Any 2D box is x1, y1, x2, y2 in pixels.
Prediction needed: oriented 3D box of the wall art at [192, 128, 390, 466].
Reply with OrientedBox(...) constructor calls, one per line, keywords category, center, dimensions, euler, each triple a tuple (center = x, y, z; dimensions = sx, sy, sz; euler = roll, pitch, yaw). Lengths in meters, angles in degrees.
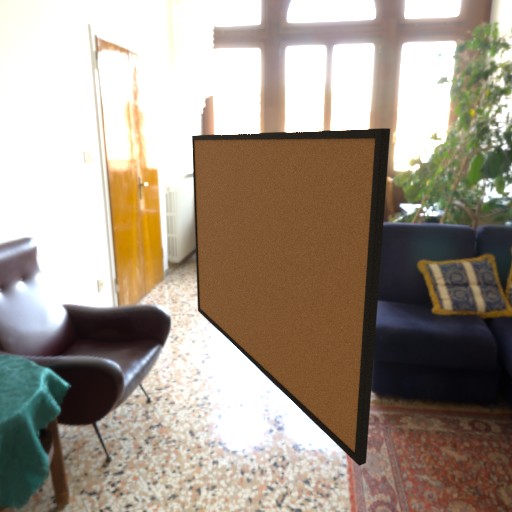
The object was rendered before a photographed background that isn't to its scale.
OrientedBox(category="wall art", center=(0.000, 0.000, 0.858), dimensions=(0.013, 0.458, 0.664), euler=(-7, 16, -26))
